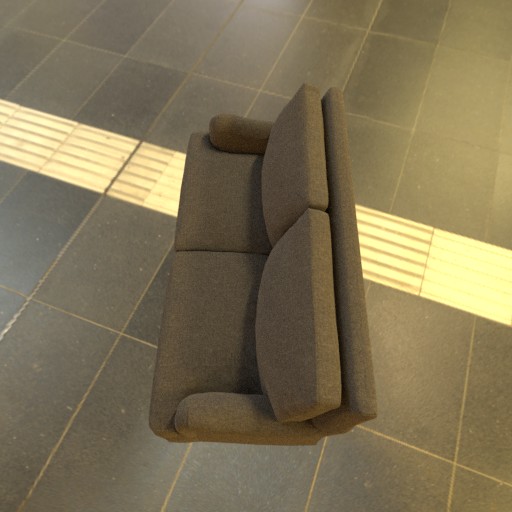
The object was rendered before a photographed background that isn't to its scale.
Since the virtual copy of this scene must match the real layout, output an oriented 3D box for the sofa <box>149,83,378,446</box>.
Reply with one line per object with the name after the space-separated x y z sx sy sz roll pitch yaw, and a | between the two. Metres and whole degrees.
0.000 0.000 2.782 1.087 1.054 2.160 1 59 1 | sofa
